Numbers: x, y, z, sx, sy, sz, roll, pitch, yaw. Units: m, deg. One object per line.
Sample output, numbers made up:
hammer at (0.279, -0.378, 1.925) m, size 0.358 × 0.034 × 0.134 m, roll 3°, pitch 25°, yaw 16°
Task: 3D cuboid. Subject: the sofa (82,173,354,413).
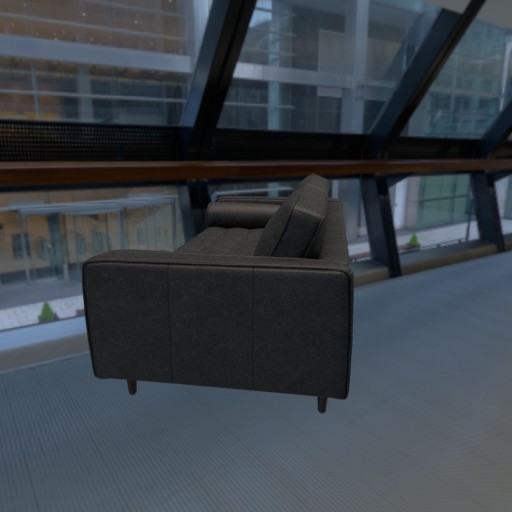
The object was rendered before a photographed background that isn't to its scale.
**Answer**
sofa at (0.000, 0.000, 2.323) m, size 0.921 × 0.770 × 1.879 m, roll 2°, pitch 14°, yaw 9°
